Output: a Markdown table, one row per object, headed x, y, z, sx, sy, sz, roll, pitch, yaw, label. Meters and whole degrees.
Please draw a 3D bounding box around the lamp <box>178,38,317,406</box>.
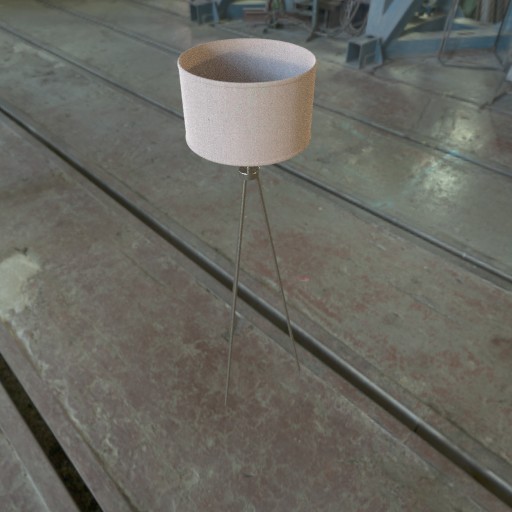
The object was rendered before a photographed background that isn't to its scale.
| x | y | z | sx | sy | sz | roll | pitch | yaw | label |
| --- | --- | --- | --- | --- | --- | --- | --- | --- | --- |
| 0.000 | 0.000 | 1.812 | 0.460 | 1.545 | 0.449 | 0 | 41 | 0 | lamp |
